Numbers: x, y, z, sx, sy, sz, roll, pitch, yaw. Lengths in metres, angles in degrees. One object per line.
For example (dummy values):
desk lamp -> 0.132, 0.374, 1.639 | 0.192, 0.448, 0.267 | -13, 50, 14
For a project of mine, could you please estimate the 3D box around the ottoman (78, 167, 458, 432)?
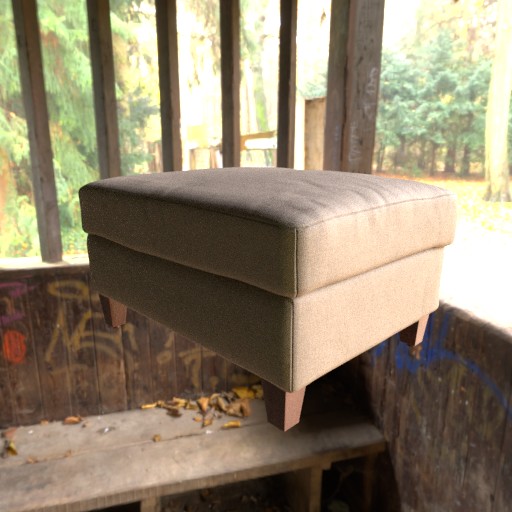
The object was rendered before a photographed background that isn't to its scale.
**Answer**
ottoman -> 0.000, 0.000, 1.313 | 0.692, 0.511, 0.902 | -14, 20, -43
